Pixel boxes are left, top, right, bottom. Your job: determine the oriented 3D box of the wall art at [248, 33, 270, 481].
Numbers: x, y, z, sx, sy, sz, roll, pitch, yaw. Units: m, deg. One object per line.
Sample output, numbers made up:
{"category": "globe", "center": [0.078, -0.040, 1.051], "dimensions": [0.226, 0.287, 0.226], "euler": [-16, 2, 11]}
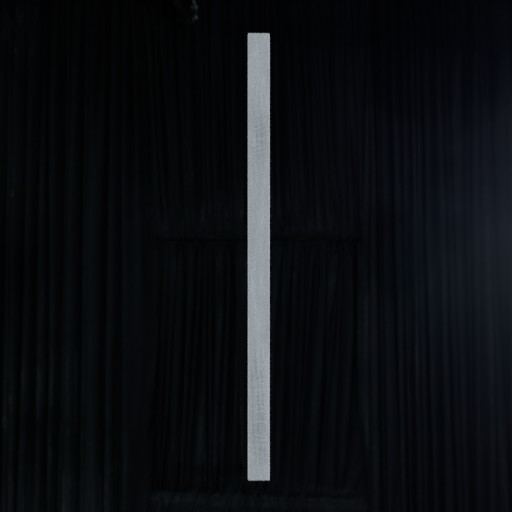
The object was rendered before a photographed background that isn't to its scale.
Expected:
{"category": "wall art", "center": [0.000, 0.000, 0.451], "dimensions": [0.015, 0.303, 0.303], "euler": [0, 1, -1]}
